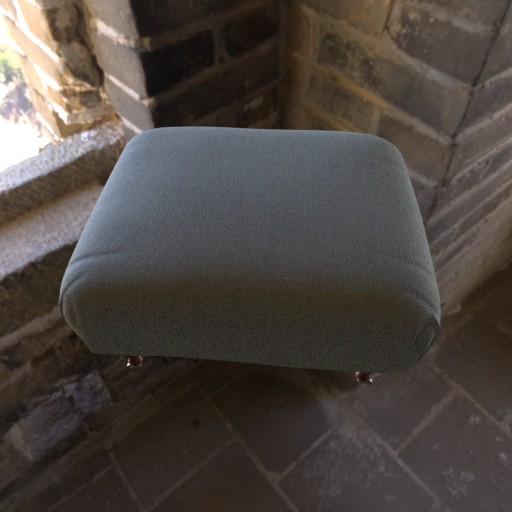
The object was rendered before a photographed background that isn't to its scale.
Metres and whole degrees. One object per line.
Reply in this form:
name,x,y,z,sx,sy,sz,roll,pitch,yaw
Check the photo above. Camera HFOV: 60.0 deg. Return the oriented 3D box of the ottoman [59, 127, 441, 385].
ottoman,0.000,0.000,1.106,0.747,0.450,0.622,3,47,3
